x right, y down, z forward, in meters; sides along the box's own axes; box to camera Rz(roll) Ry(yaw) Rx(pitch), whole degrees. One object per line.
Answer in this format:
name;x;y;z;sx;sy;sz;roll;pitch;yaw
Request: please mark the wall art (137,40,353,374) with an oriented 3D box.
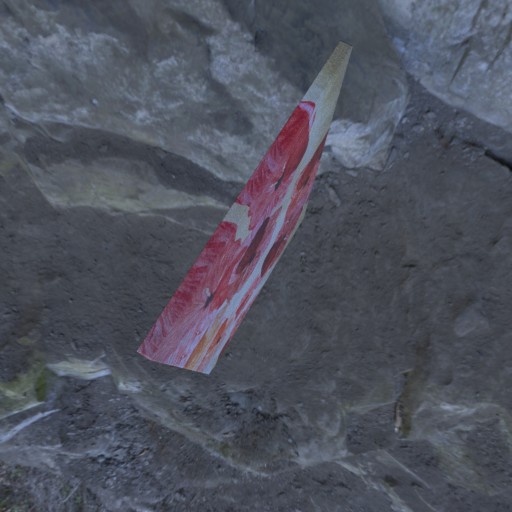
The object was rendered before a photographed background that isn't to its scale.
wall art;0.000;0.000;1.343;0.031;1.015;0.762;30;76;8
